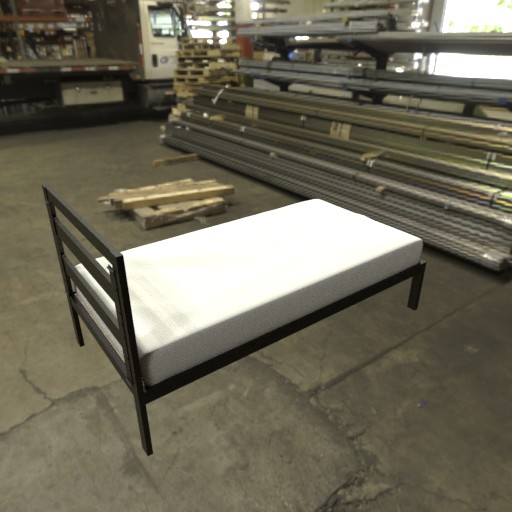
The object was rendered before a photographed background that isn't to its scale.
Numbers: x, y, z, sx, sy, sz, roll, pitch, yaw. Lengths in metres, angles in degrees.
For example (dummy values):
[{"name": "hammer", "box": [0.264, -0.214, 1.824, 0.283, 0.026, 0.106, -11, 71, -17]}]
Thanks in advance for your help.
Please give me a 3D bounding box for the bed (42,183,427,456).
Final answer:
[{"name": "bed", "box": [0.000, 0.000, 2.561, 1.930, 0.967, 0.991, -19, 32, -32]}]
